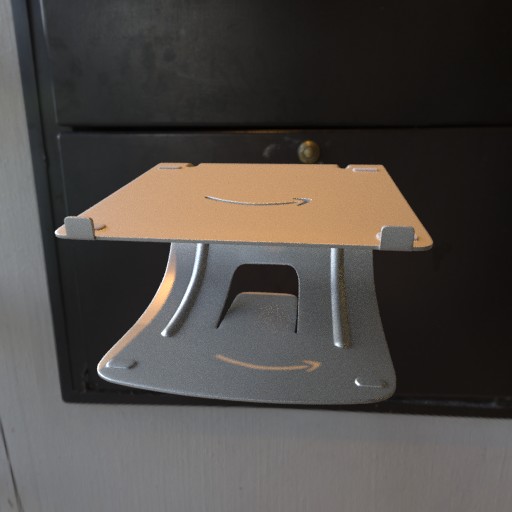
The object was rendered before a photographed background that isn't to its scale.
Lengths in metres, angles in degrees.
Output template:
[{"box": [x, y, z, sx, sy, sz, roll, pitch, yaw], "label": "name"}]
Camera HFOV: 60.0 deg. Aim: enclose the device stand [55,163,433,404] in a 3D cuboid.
[{"box": [0.000, 0.000, 0.409, 0.256, 0.155, 0.236, 2, 16, 8], "label": "device stand"}]
